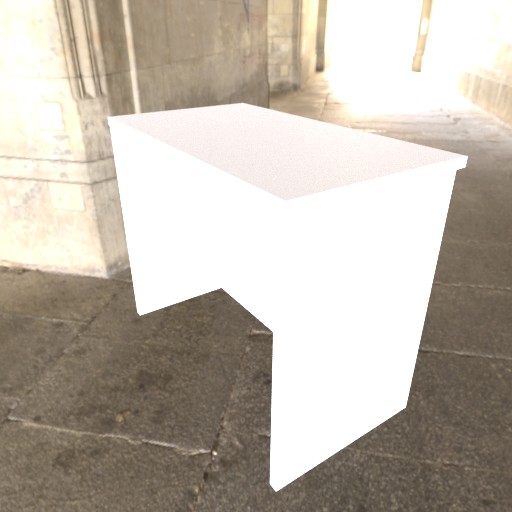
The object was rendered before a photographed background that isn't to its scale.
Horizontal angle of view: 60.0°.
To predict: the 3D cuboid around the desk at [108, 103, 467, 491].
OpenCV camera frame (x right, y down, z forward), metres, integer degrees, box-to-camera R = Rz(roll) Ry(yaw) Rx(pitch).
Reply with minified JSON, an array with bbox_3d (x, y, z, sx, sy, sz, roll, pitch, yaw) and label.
[{"bbox_3d":[0.000,0.000,1.334,0.498,0.729,0.900,-17,32,-30],"label":"desk"}]
